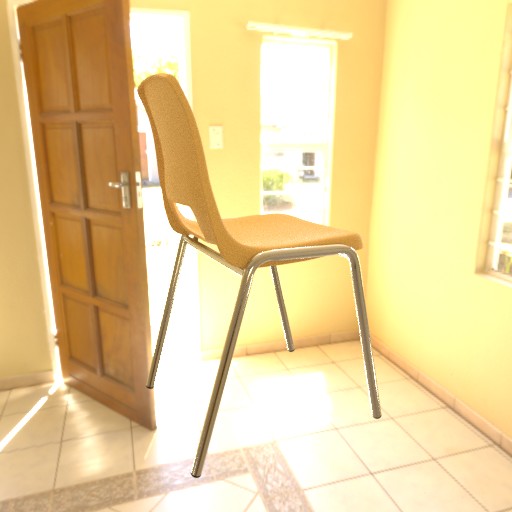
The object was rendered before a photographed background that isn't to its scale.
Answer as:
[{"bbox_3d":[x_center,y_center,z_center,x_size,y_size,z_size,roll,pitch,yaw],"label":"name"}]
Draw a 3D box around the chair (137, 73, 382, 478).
[{"bbox_3d":[0.000,0.000,0.958,0.436,0.704,0.381,-7,16,-26],"label":"chair"}]
